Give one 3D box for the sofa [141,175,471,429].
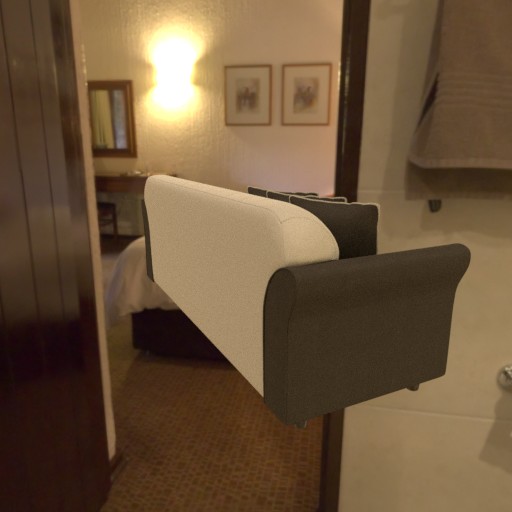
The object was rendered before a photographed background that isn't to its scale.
[{"bbox_3d":[0.000,0.000,2.361,0.755,0.787,2.001,-7,16,-26],"label":"sofa"}]
